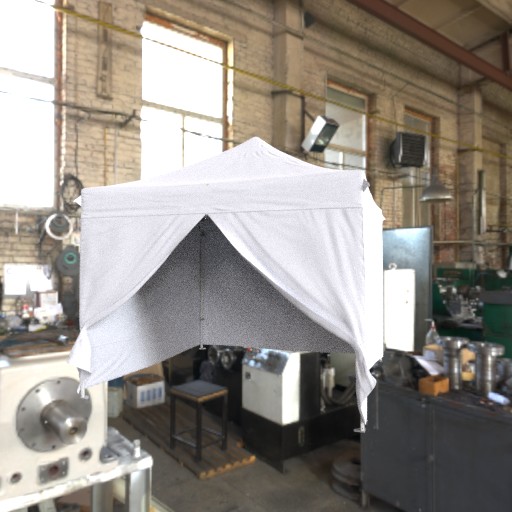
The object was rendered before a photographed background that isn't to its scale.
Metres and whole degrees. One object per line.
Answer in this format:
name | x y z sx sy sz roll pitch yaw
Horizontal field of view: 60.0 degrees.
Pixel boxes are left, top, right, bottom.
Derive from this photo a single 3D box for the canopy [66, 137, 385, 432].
canopy | 0.000 0.000 5.474 3.043 2.997 3.121 0 -1 19
